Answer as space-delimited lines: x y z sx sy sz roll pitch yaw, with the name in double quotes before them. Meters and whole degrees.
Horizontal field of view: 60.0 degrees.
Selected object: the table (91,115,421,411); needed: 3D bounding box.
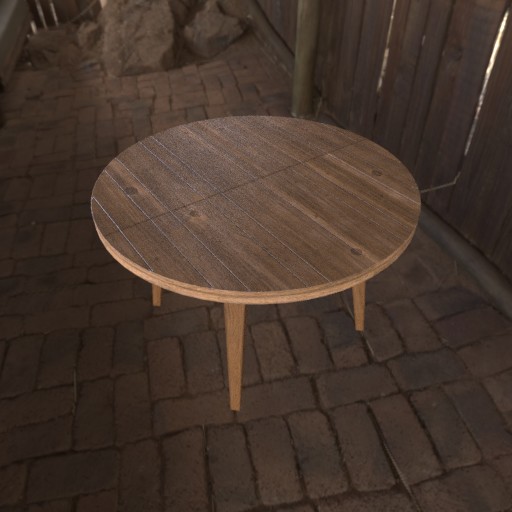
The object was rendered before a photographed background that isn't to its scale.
"table" 0.000 0.000 1.941 1.213 0.764 1.213 0 40 0
